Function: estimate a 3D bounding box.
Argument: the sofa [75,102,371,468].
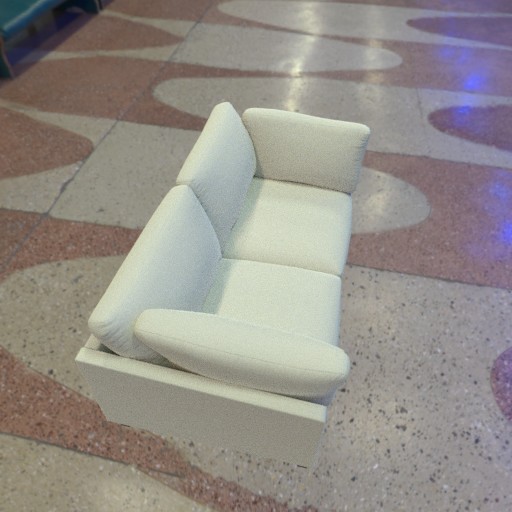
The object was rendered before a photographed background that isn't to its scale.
[{"bbox_3d":[0.000,0.000,2.269,0.970,0.836,1.776,9,46,9],"label":"sofa"}]
